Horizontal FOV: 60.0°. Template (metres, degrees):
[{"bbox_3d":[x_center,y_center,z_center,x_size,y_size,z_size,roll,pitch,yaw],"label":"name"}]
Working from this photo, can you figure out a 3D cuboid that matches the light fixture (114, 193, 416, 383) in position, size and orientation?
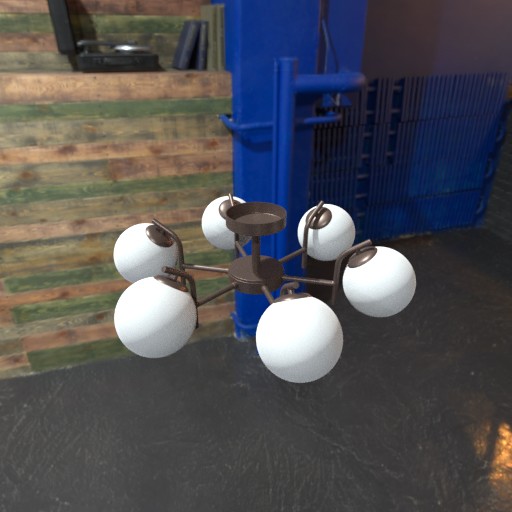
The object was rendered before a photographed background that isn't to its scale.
[{"bbox_3d":[0.000,0.000,0.952,0.662,0.201,0.662,0,27,0],"label":"light fixture"}]
